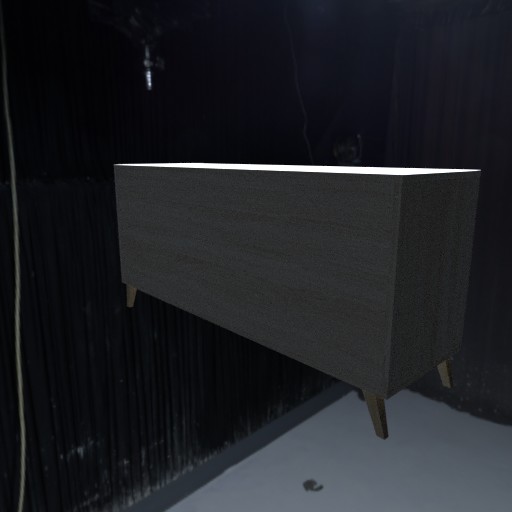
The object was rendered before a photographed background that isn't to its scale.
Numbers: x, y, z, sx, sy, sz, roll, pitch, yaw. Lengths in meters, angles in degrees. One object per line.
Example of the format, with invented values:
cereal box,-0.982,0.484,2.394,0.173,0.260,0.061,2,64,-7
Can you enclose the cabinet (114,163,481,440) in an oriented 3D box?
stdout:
cabinet,0.000,0.000,1.976,0.500,0.780,1.649,-12,17,-41
